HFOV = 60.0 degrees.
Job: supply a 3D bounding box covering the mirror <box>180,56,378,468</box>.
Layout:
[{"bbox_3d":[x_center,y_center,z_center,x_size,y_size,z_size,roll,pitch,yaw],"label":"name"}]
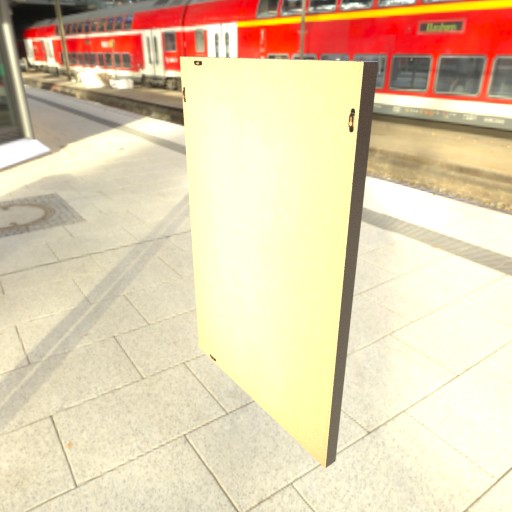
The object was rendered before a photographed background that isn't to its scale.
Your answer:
[{"bbox_3d":[0.000,0.000,1.123,0.041,0.915,0.609,-18,30,-33],"label":"mirror"}]
